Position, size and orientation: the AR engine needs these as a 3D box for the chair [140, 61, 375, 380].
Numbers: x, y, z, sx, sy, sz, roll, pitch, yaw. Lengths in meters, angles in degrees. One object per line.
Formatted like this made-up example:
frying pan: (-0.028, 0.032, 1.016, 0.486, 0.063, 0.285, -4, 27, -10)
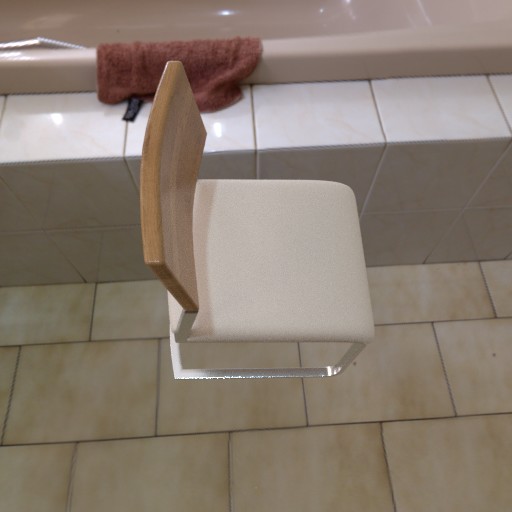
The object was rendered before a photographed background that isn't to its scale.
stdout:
chair: (0.000, 0.000, 1.169, 0.585, 0.844, 0.467, -1, 62, 0)
